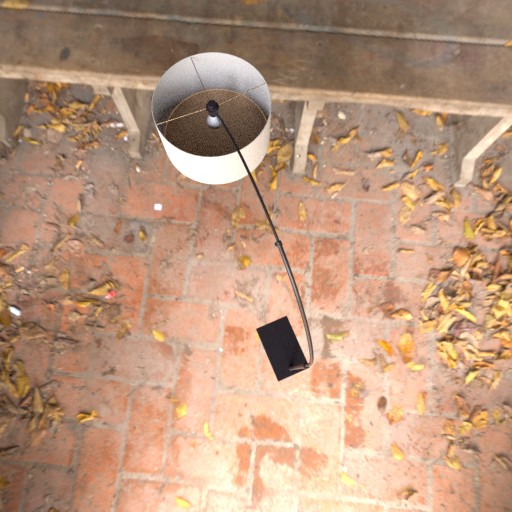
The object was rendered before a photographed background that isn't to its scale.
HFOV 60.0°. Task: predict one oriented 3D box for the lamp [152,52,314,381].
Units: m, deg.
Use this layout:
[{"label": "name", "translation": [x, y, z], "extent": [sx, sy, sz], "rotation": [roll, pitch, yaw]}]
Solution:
[{"label": "lamp", "translation": [0.000, 0.000, 2.526], "extent": [0.493, 1.927, 1.424], "rotation": [-22, 76, -6]}]
